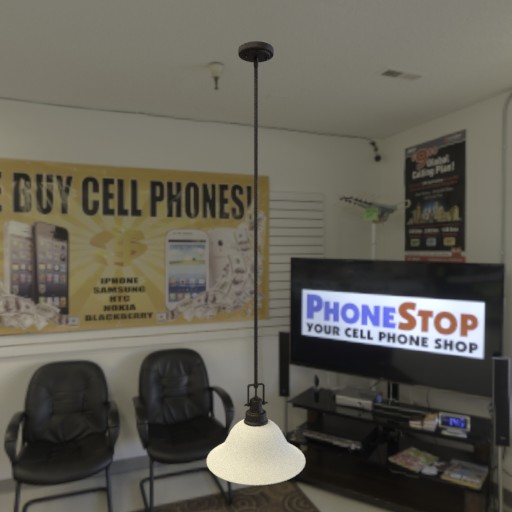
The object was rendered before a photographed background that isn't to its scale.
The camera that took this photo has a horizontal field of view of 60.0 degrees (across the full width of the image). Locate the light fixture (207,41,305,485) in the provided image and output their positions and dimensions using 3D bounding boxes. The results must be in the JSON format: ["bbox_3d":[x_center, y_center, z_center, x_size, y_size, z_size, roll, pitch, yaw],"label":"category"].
[{"bbox_3d":[0.000,0.000,1.446,0.324,1.337,0.324,0,1,-18],"label":"light fixture"}]
